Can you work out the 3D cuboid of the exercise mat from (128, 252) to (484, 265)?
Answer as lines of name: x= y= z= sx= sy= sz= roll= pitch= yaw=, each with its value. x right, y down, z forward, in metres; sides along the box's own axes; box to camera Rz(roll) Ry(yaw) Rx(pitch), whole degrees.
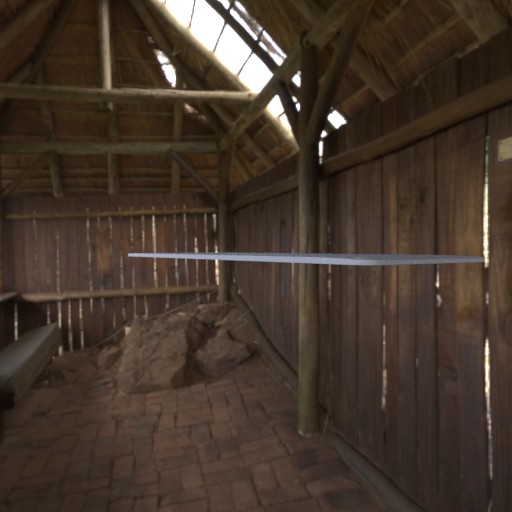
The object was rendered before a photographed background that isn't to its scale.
exercise mat: x=0.000 y=0.000 z=2.089 sx=0.616 sy=0.021 sz=1.884 roll=-1 pitch=1 yaw=-35
